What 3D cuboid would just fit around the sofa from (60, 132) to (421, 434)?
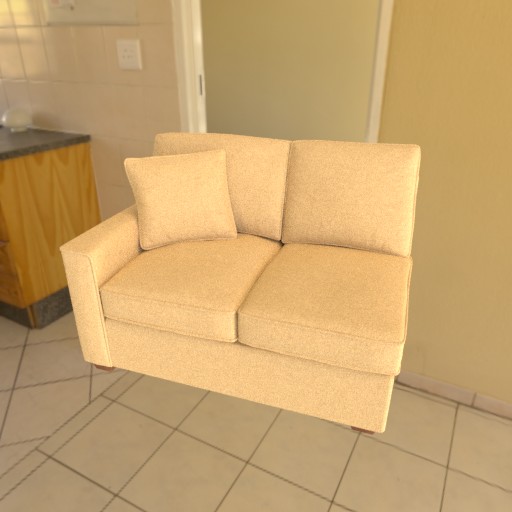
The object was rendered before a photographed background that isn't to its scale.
[{"bbox_3d":[0.000,0.000,2.072,1.388,0.989,0.991,8,27,16],"label":"sofa"}]
